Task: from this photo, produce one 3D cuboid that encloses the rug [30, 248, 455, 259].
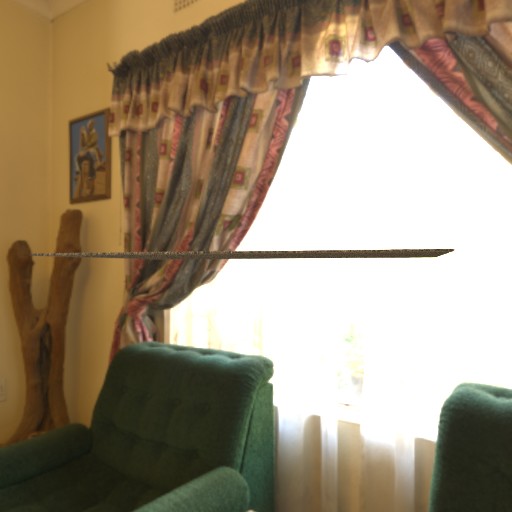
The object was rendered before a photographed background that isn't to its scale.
[{"bbox_3d":[0.000,0.000,2.310,1.808,0.011,1.189,0,-1,19],"label":"rug"}]
